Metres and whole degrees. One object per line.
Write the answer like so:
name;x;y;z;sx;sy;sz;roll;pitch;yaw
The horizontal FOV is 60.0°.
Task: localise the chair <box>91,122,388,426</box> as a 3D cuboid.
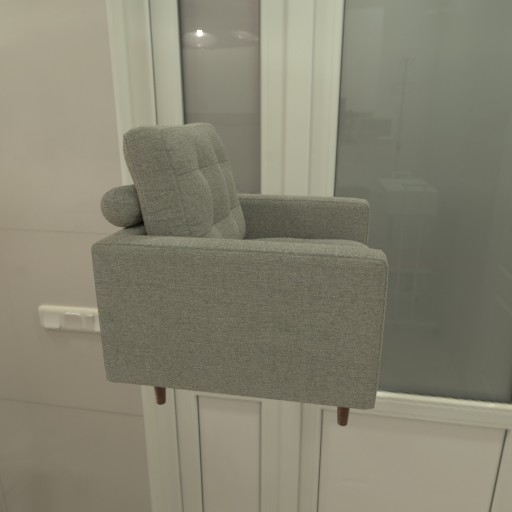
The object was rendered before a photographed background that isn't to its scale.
chair;0.000;0.000;1.543;0.843;0.880;0.821;3;18;10
